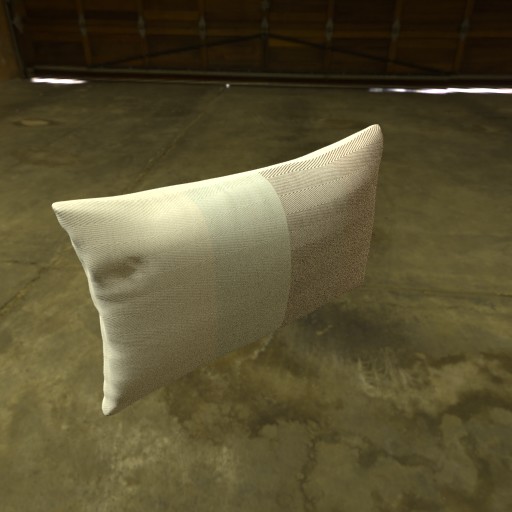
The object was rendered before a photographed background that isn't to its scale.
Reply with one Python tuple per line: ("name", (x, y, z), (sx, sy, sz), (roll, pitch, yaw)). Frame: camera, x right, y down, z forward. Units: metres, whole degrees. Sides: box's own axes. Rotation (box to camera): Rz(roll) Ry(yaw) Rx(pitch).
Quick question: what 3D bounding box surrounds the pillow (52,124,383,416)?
("pillow", (0.000, 0.000, 0.641), (0.506, 0.305, 0.139), (-21, 36, -32))
